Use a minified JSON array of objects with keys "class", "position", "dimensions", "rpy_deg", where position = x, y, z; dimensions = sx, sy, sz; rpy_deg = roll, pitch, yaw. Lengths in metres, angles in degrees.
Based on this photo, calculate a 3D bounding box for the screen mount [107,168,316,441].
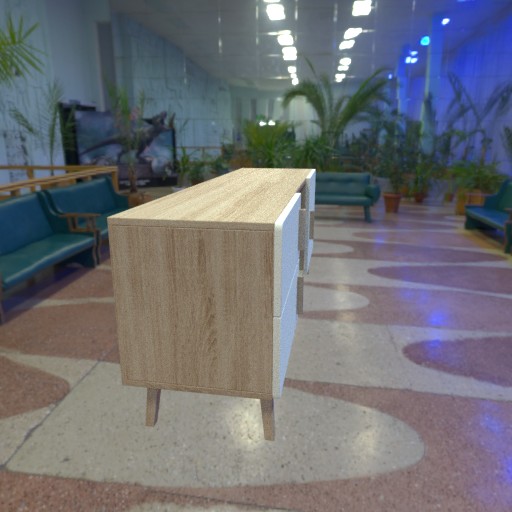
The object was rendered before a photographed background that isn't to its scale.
[{"class":"screen mount","position":[0.000,0.000,1.755],"dimensions":[0.420,0.570,1.500],"rpy_deg":[3,16,10]}]
